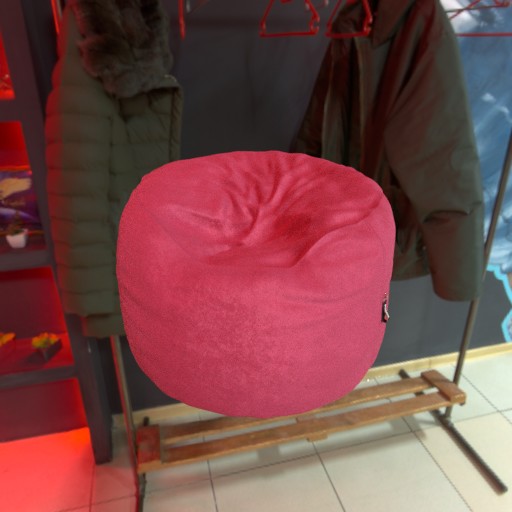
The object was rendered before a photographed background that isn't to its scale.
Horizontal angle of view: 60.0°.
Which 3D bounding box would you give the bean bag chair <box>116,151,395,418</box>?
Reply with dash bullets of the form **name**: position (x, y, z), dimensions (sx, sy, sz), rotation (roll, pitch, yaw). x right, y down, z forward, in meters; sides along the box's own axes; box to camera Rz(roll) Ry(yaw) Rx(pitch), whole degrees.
- **bean bag chair**: position (0.000, 0.000, 1.999), dimensions (1.218, 0.788, 1.218), rotation (0, 26, 0)
